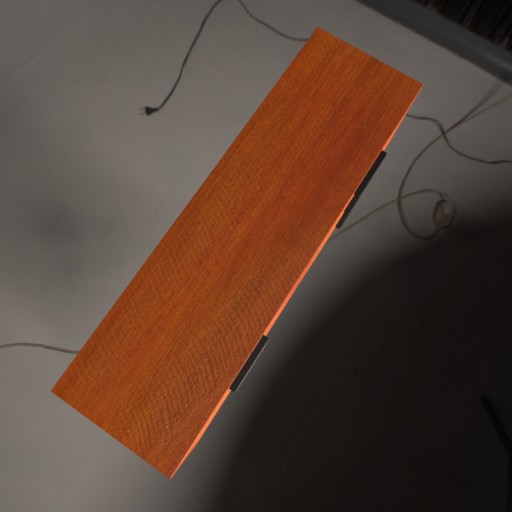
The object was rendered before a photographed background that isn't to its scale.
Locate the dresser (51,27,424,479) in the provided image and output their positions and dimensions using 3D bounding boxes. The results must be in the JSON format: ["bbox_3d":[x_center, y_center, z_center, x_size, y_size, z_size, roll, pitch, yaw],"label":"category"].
[{"bbox_3d":[0.000,0.000,1.839,0.464,0.810,1.536,32,78,8],"label":"dresser"}]
